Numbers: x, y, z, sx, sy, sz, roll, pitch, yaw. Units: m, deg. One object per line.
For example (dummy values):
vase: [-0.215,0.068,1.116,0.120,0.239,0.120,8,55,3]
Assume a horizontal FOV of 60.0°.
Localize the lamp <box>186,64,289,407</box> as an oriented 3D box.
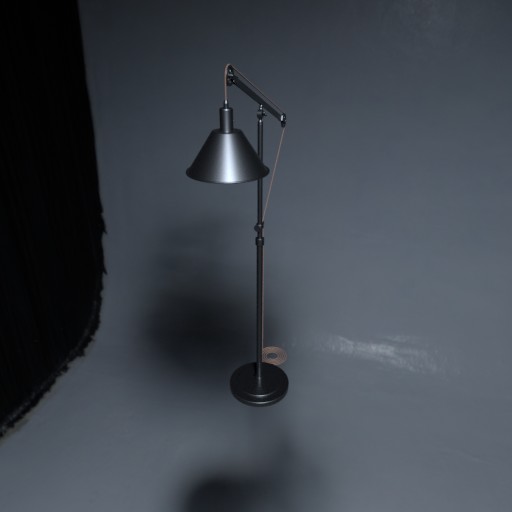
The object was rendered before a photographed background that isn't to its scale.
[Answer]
lamp: [0.000,0.000,2.007,0.319,1.626,0.904,8,28,16]
